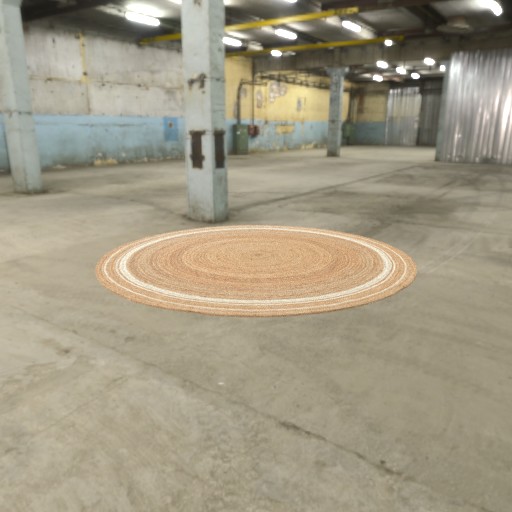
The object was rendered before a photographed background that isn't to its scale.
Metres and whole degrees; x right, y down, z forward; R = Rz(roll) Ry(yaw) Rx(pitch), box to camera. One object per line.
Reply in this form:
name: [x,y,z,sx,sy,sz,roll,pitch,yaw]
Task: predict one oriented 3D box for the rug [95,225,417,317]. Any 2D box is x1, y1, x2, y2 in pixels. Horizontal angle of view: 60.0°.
rug: [0.000,0.000,3.567,2.444,0.015,2.444,0,15,0]
